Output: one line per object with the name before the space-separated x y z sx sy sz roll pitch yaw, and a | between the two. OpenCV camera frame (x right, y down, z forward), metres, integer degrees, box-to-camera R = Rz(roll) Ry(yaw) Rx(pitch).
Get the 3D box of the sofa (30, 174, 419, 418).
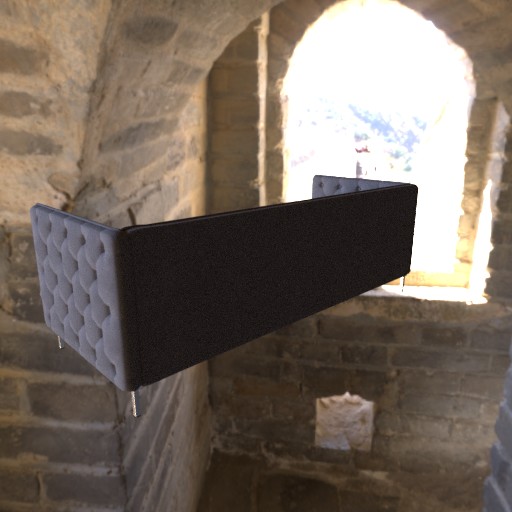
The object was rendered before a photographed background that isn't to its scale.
sofa | 0.000 0.000 2.617 2.209 0.771 0.895 -14 21 -41
